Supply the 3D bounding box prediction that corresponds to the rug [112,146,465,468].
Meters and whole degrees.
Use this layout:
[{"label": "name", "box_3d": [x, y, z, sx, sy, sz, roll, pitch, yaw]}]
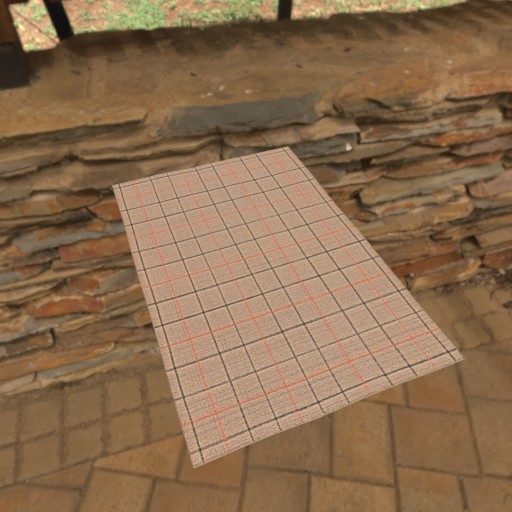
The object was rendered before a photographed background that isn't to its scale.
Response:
[{"label": "rug", "box_3d": [0.000, 0.000, 2.356, 1.220, 0.013, 1.829, -16, 48, -15]}]
